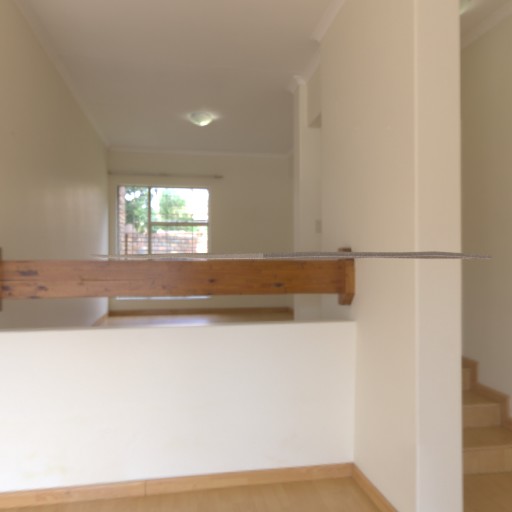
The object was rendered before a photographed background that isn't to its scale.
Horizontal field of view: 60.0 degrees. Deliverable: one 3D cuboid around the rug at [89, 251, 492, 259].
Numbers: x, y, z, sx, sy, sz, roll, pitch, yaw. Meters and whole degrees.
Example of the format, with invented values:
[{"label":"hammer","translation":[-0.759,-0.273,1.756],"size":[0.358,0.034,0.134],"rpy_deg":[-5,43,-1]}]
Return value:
[{"label":"rug","translation":[0.000,0.000,2.336],"size":[1.252,0.034,1.829],"rpy_deg":[0,-1,-35]}]
